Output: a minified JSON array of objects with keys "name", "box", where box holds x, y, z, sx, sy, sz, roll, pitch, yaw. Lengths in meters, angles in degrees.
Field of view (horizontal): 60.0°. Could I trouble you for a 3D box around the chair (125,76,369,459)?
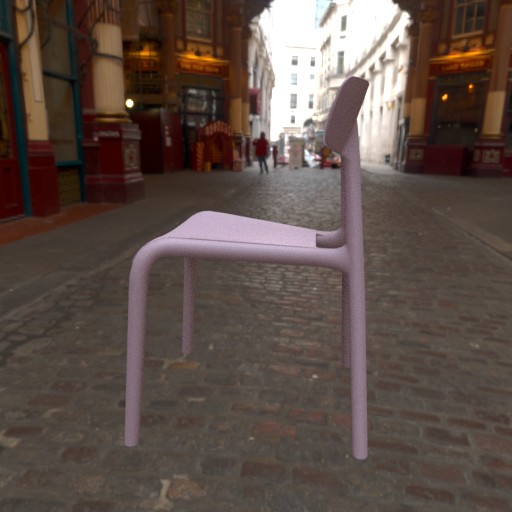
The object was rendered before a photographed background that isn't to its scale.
[{"name":"chair","box":[0.000,0.000,0.809,0.401,0.580,0.356,2,15,7]}]
